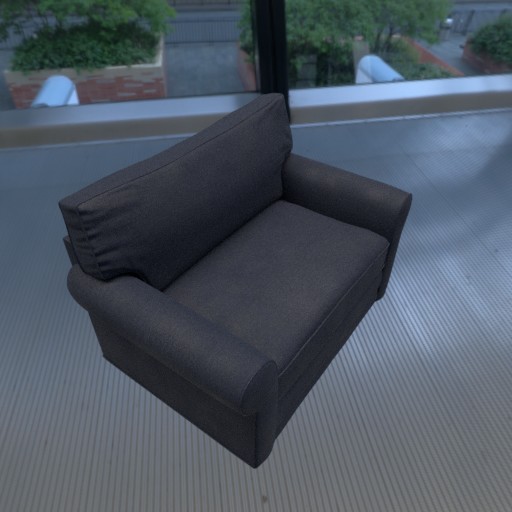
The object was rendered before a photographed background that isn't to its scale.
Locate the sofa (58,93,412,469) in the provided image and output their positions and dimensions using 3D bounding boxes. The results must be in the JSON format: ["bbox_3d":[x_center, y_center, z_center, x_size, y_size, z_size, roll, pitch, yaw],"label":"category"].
[{"bbox_3d":[0.000,0.000,2.030,0.938,1.004,1.405,25,46,27],"label":"sofa"}]
